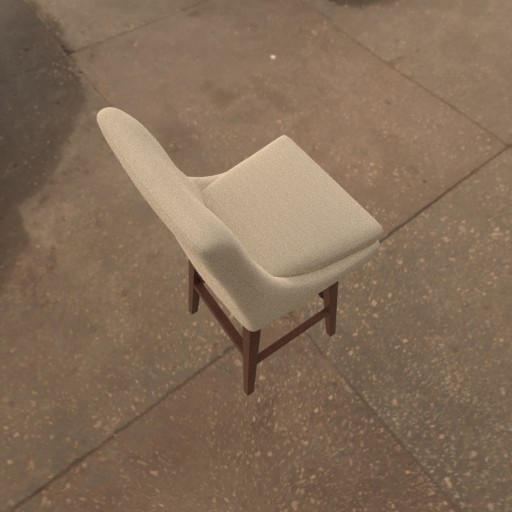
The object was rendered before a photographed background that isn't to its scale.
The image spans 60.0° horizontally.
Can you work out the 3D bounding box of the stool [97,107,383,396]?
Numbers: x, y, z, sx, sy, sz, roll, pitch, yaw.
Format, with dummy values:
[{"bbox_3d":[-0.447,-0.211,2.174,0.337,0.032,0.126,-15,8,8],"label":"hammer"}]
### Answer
[{"bbox_3d":[0.000,0.000,1.379,0.559,1.093,0.483,-31,63,-18],"label":"stool"}]
